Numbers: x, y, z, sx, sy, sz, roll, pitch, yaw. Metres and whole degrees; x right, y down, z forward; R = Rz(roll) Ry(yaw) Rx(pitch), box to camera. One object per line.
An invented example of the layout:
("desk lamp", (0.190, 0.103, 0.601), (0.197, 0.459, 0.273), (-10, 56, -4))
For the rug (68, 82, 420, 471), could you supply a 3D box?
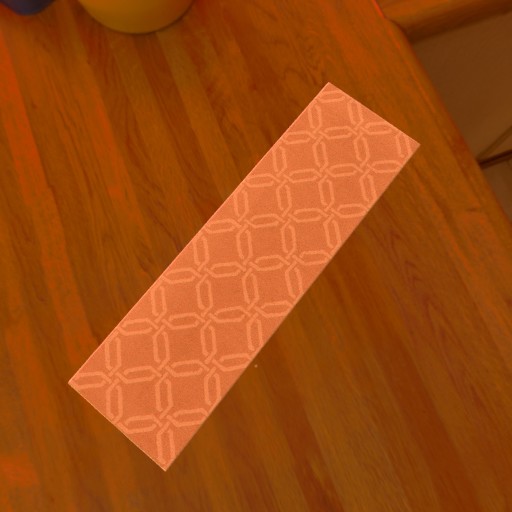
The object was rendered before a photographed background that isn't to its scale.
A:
("rug", (0.000, 0.000, 2.458), (0.678, 0.014, 2.276), (38, 79, 9))
